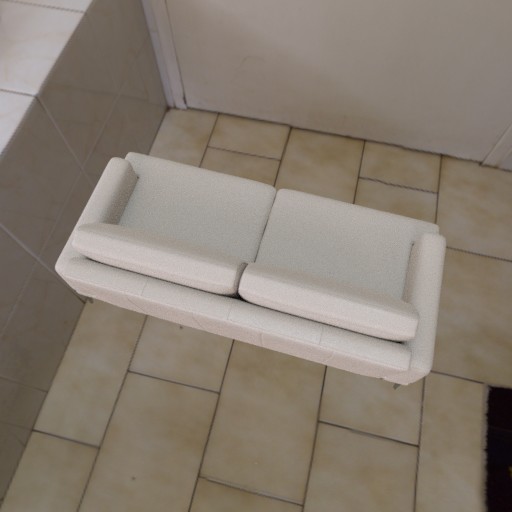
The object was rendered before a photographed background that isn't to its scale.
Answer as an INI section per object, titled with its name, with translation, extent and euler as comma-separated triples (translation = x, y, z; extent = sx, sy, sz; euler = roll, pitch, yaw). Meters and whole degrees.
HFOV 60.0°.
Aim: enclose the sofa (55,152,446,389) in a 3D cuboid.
[sofa]
translation = 0.000, 0.000, 2.442
extent = 1.940, 0.765, 0.974
euler = 14, 66, 7
